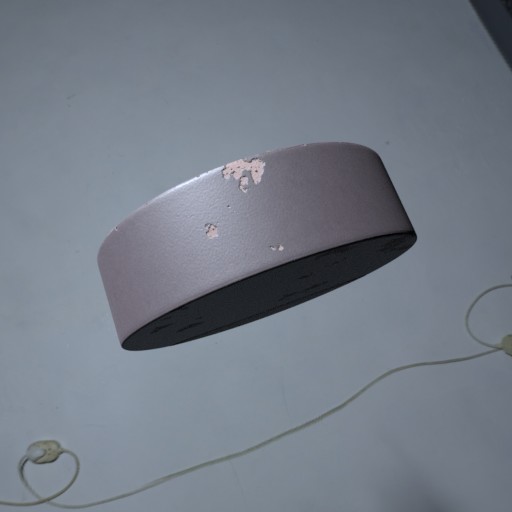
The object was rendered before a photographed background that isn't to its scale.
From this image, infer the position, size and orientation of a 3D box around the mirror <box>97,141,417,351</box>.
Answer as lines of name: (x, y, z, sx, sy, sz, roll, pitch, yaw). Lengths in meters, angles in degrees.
mirror: (0.000, 0.000, 0.586, 0.386, 0.386, 0.126, -19, 77, -5)
